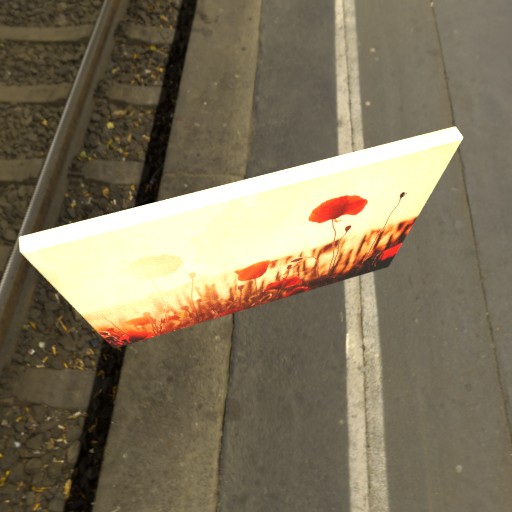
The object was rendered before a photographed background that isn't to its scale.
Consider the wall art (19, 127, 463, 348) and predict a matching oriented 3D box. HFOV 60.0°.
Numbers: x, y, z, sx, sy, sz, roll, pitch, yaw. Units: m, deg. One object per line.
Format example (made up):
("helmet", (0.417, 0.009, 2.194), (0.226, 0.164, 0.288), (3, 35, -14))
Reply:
("wall art", (0.000, 0.000, 1.149), (0.918, 0.602, 0.038), (-16, 63, -8))
